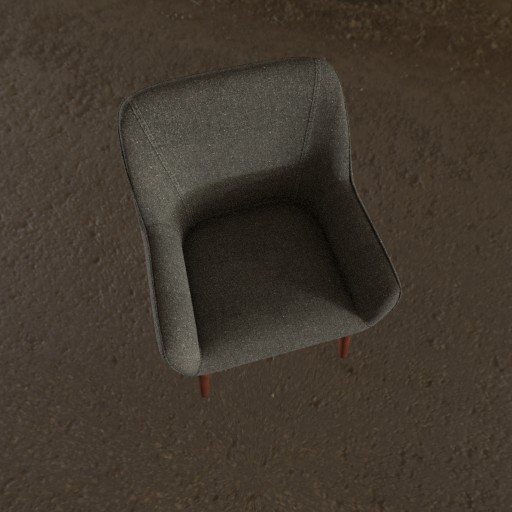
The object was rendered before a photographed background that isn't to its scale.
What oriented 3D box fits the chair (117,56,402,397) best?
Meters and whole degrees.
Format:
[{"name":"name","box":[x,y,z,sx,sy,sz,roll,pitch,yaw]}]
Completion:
[{"name":"chair","box":[0.000,0.000,1.174,0.543,0.803,0.519,-14,64,-7]}]
